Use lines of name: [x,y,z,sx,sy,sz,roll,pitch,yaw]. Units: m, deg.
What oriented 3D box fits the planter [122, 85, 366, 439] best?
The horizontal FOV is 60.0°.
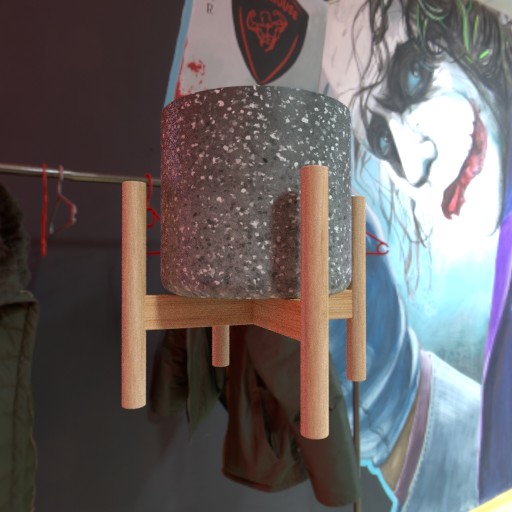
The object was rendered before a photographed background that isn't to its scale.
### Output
planter: [0.000,0.000,0.527,0.284,0.320,0.284,0,0,1]
